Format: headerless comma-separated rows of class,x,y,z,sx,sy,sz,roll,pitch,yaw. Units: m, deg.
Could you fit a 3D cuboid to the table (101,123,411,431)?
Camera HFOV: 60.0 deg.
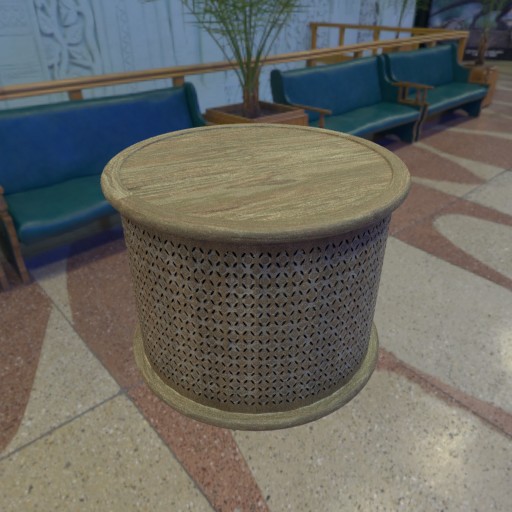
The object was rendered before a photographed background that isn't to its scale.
table,0.000,0.000,1.014,0.607,0.450,0.607,0,31,0
